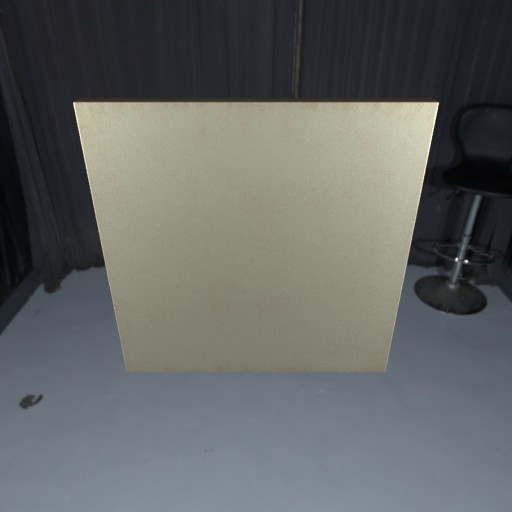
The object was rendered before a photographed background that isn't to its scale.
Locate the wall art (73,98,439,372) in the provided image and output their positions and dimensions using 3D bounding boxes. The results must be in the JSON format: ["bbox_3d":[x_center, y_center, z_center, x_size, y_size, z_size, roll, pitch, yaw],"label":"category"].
[{"bbox_3d":[0.000,0.000,0.748,0.503,0.506,0.030,0,30,0],"label":"wall art"}]
